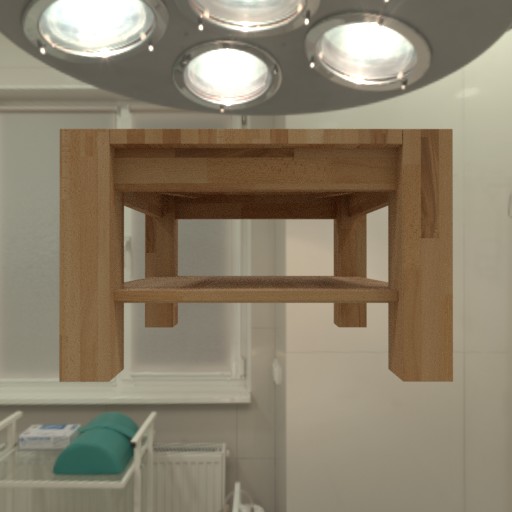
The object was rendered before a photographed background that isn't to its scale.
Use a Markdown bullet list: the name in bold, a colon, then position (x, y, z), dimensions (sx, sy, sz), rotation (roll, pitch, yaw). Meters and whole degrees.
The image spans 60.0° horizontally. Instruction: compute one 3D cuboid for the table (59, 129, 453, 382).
- **table**: position (0.000, 0.000, 1.138), dimensions (0.700, 0.451, 0.700), rotation (0, 0, 0)
